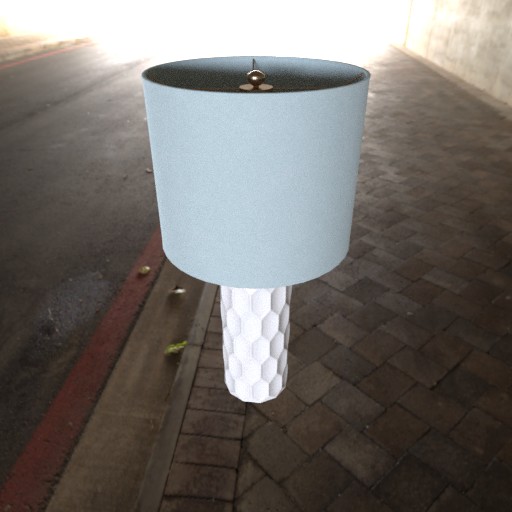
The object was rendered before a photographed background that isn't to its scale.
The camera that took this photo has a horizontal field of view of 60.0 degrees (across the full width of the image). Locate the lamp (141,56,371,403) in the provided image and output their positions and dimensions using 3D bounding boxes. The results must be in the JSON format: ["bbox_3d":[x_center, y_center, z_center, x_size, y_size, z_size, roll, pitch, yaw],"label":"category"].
[{"bbox_3d":[0.000,0.000,0.685,0.277,0.534,0.277,21,37,31],"label":"lamp"}]
